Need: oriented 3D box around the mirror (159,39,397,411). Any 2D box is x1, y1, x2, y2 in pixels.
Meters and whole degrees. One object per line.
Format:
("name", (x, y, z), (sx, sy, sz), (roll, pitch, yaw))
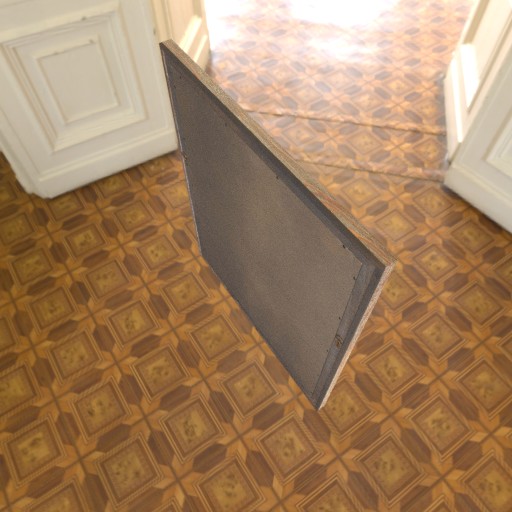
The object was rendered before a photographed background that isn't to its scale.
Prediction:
("mirror", (0.000, 0.000, 1.220), (0.032, 0.882, 0.730), (-30, 62, -18))
